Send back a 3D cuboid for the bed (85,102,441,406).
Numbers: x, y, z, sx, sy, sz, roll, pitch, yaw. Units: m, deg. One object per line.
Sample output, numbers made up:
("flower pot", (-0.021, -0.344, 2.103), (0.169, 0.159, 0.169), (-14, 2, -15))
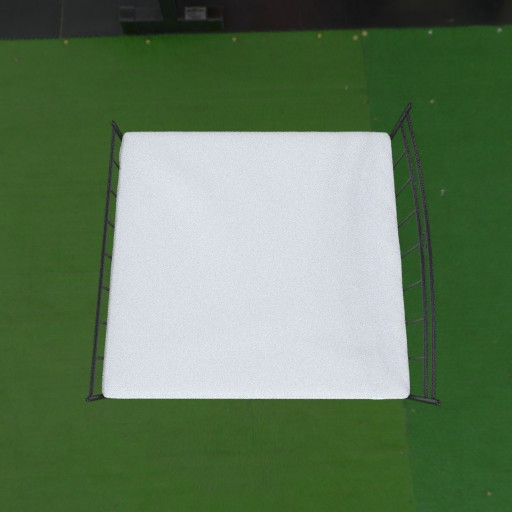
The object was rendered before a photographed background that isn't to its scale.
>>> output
("bed", (0.000, 0.000, 3.023), (2.040, 0.940, 1.880), (0, 76, 0))
